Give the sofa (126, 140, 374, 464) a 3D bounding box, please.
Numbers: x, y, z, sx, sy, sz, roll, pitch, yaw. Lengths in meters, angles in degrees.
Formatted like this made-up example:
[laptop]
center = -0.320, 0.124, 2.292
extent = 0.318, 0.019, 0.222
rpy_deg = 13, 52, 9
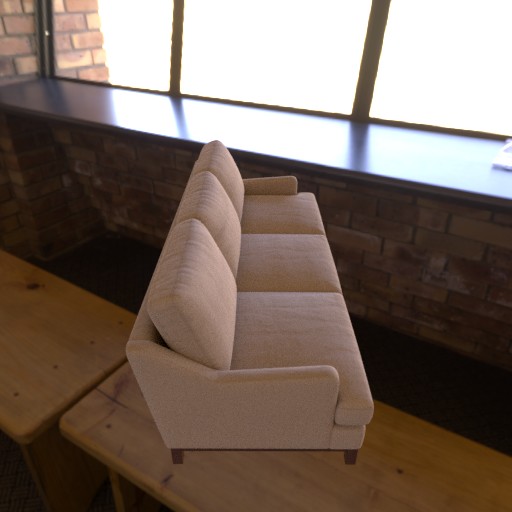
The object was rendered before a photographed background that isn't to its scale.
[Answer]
[sofa]
center = 0.000, 0.000, 2.796
extent = 1.000, 0.913, 2.321
rpy_deg = 0, 30, 0
